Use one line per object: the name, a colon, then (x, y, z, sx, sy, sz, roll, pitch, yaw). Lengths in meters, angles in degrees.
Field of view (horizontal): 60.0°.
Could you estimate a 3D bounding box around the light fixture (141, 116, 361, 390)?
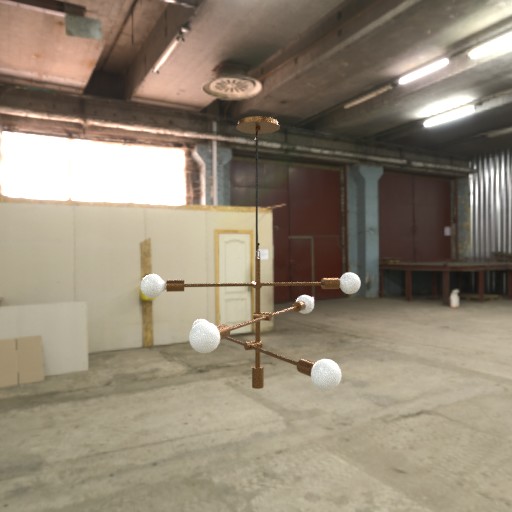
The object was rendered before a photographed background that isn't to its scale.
light fixture: (0.000, 0.000, 1.244, 0.637, 0.744, 0.682, 0, 0, -1)
